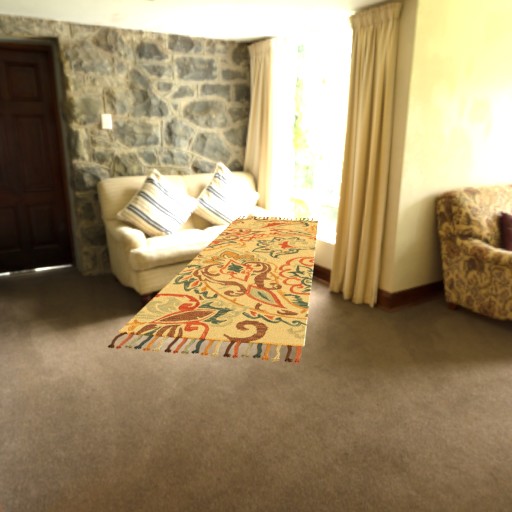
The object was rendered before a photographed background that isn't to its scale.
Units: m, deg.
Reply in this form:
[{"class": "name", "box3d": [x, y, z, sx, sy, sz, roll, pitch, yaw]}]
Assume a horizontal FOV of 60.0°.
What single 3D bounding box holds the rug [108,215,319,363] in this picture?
[{"class": "rug", "box3d": [0.000, 0.000, 2.922, 0.763, 0.015, 2.682, 3, 16, 9]}]
